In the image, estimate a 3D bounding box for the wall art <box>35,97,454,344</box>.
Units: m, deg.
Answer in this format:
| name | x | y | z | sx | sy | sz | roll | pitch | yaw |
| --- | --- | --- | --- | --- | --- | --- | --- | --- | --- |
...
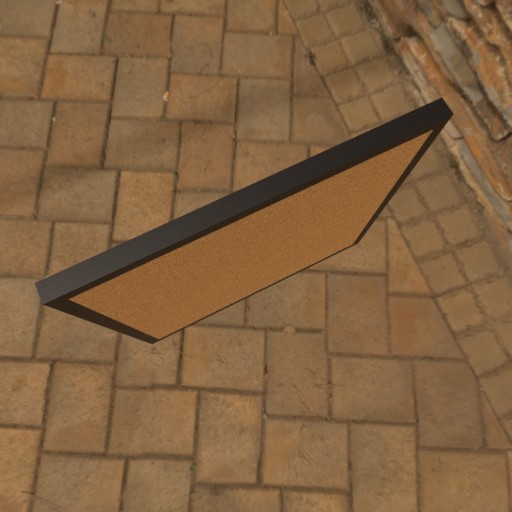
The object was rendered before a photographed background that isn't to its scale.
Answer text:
| name | x | y | z | sx | sy | sz | roll | pitch | yaw |
| --- | --- | --- | --- | --- | --- | --- | --- | --- | --- |
| wall art | 0.000 | 0.000 | 1.107 | 0.762 | 0.762 | 0.038 | -26 | 76 | -7 |
